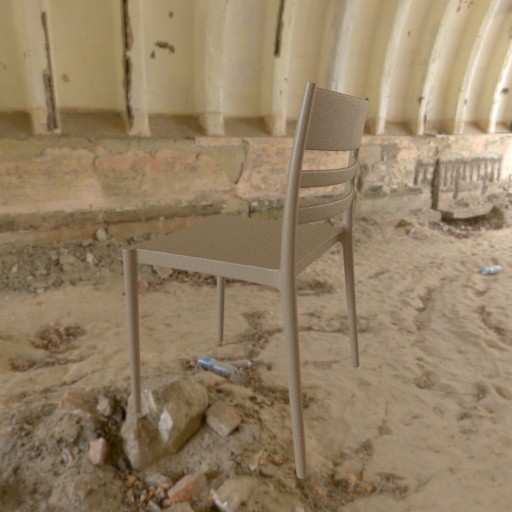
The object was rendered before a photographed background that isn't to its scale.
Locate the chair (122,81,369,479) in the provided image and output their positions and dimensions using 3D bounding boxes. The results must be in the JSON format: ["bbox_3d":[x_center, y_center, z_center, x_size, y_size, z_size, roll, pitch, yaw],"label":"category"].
[{"bbox_3d":[0.000,0.000,1.160,0.511,0.800,0.531,7,18,24],"label":"chair"}]
